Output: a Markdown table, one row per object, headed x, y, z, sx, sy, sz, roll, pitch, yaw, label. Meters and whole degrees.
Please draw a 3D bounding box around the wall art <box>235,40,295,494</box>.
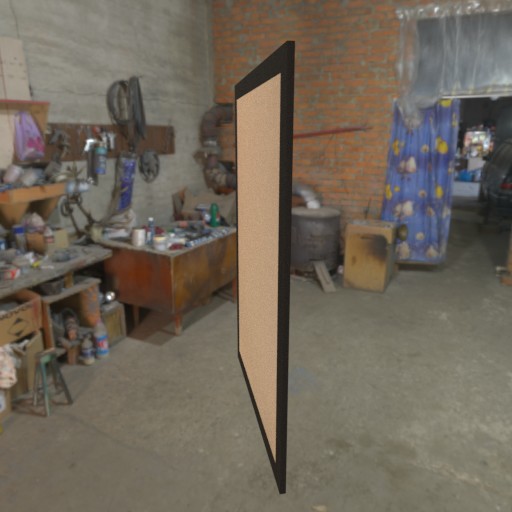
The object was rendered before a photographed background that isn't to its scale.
| x | y | z | sx | sy | sz | roll | pitch | yaw | label |
| --- | --- | --- | --- | --- | --- | --- | --- | --- | --- |
| 0.000 | 0.000 | 0.678 | 0.008 | 0.530 | 0.379 | -3 | 15 | -10 | wall art |
